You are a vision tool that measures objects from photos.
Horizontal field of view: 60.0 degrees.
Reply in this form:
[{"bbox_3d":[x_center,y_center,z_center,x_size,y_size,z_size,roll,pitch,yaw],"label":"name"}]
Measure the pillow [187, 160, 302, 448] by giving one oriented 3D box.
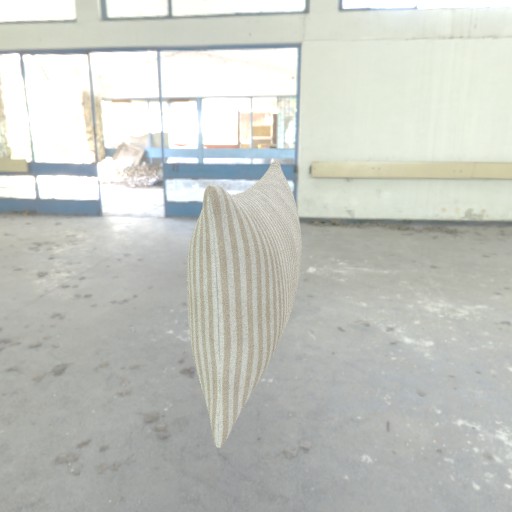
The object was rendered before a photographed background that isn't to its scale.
[{"bbox_3d":[0.000,0.000,0.752,0.151,0.295,0.617,2,15,8],"label":"pillow"}]
